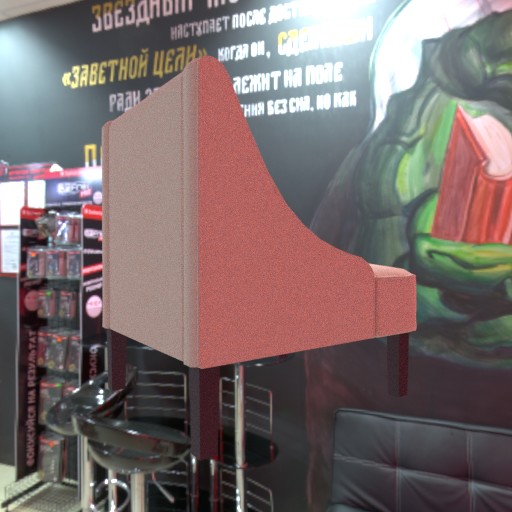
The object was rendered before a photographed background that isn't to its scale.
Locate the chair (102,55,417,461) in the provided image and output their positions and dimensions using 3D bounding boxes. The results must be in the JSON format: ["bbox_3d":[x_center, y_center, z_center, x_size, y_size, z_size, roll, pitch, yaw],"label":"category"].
[{"bbox_3d":[0.000,0.000,1.449,0.806,0.886,0.689,-1,1,-36],"label":"chair"}]
